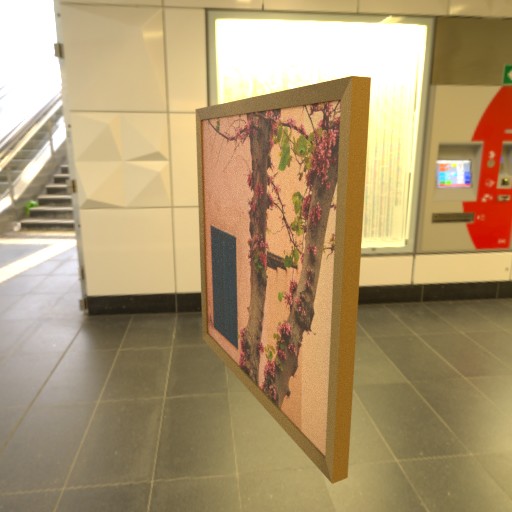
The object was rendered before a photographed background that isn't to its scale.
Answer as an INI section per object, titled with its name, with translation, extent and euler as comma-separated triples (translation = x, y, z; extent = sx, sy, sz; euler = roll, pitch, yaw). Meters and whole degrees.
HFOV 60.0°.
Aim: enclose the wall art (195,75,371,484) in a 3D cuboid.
[wall art]
translation = 0.000, 0.000, 1.131
extent = 0.038, 0.762, 0.762
euler = -7, 16, -25
